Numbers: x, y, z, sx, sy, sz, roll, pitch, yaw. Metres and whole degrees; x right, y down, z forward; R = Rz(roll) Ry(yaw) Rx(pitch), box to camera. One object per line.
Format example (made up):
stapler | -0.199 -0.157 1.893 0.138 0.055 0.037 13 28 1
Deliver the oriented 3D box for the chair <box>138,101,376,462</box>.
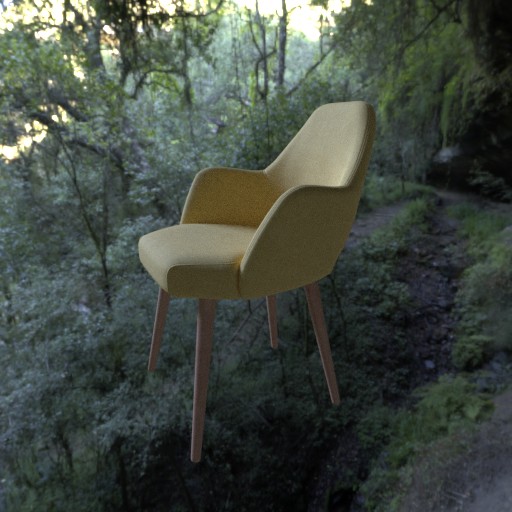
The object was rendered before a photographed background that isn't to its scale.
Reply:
chair | 0.000 0.000 1.259 0.610 0.840 0.590 -8 18 -25
